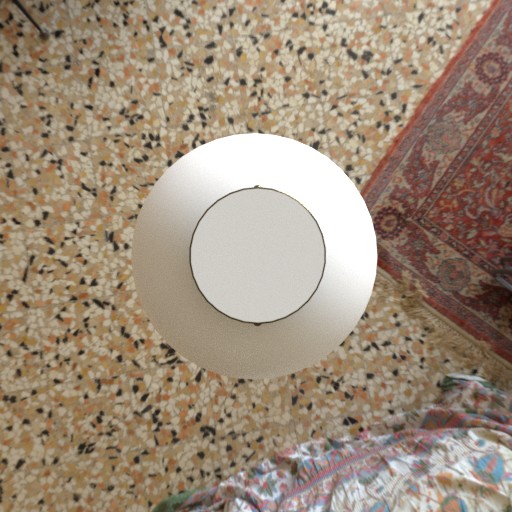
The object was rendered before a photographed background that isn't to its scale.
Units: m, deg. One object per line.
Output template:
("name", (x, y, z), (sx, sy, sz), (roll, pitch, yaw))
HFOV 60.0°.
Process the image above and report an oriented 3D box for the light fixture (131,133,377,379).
("light fixture", (0.000, 0.000, 0.567), (0.355, 0.177, 0.355), (0, 90, -1))
